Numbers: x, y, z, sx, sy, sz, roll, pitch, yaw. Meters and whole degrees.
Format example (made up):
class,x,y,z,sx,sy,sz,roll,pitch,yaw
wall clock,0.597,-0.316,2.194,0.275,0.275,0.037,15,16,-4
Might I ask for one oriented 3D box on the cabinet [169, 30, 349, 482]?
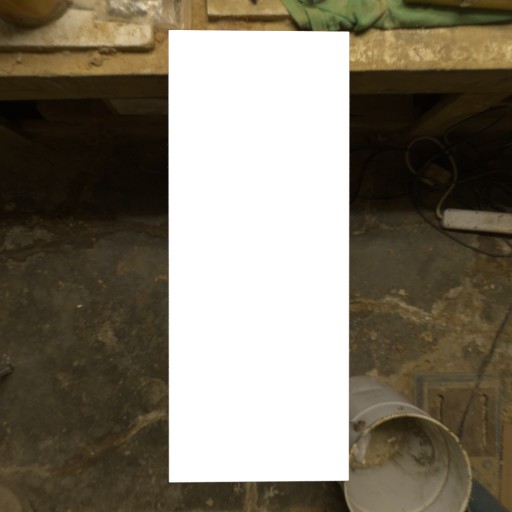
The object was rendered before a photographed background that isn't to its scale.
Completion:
class,x,y,z,sx,sy,sz,roll,pitch,yaw
cabinet,0.000,0.000,1.383,0.400,0.800,1.000,0,90,-1
